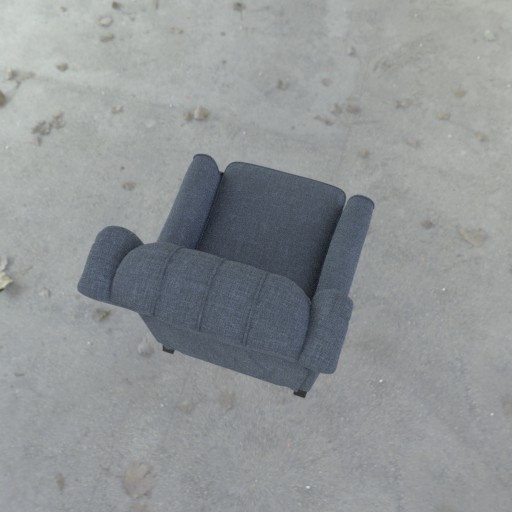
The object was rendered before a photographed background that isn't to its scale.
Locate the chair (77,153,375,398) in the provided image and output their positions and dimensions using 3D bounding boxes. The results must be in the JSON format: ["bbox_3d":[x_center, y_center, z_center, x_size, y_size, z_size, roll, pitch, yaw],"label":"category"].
[{"bbox_3d":[0.000,0.000,1.643,0.742,1.035,0.898,16,64,8],"label":"chair"}]
